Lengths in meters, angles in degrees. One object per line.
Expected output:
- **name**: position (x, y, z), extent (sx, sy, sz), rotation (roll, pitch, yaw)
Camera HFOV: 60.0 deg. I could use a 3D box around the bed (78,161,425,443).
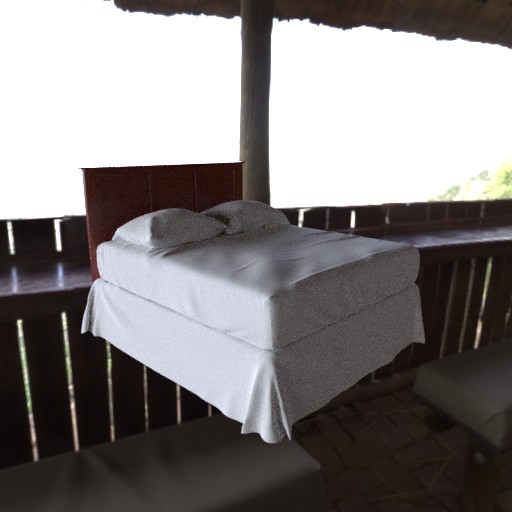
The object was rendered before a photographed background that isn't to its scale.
- **bed**: position (0.000, 0.000, 3.268), extent (2.050, 1.270, 1.870), rotation (13, 19, 43)
